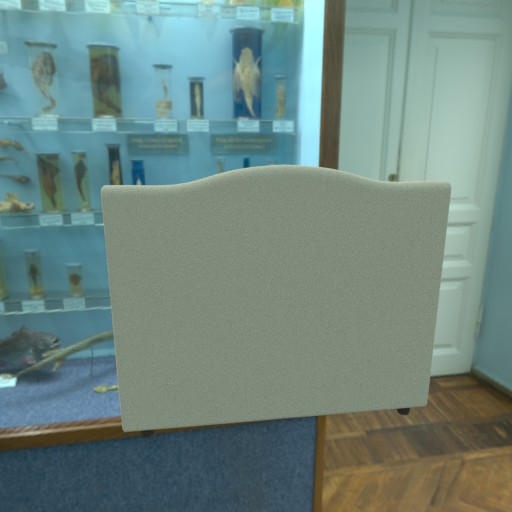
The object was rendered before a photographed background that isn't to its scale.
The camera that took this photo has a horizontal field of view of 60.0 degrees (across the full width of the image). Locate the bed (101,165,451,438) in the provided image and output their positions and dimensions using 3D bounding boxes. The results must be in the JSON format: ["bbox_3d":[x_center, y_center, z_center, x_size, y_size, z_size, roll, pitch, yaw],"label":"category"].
[{"bbox_3d":[0.000,0.000,3.328,1.753,1.460,2.143,-2,15,-8],"label":"bed"}]
